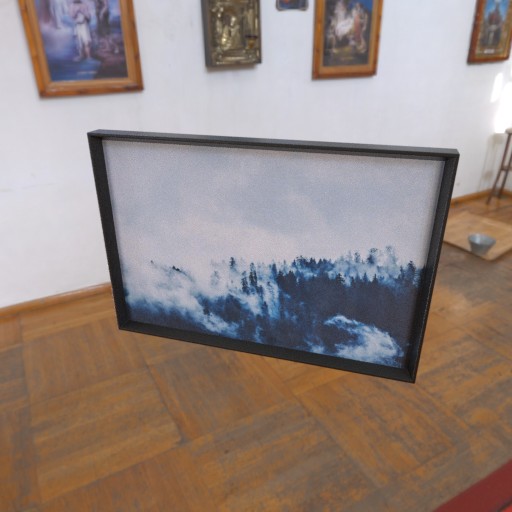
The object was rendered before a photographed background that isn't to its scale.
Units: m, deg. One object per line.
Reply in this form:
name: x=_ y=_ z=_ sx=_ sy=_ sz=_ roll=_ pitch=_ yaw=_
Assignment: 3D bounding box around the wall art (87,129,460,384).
wall art: x=0.000 y=0.000 z=1.242 sx=0.939 sy=0.640 sz=0.058 roll=7 pitch=26 yaw=15
